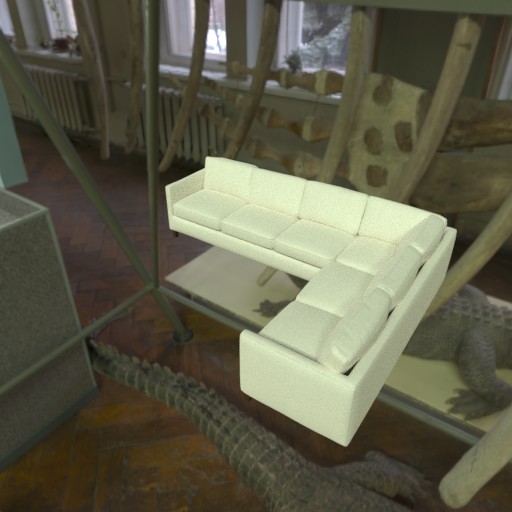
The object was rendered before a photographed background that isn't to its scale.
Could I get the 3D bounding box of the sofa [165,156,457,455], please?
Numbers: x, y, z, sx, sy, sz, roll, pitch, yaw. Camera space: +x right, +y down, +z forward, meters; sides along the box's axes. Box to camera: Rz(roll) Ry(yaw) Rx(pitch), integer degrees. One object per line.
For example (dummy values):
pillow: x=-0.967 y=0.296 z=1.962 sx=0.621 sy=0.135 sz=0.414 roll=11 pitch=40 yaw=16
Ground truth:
sofa: x=0.000 y=0.000 z=4.570 sx=3.302 sy=0.947 sz=2.593 roll=20 pitch=38 yaw=29
